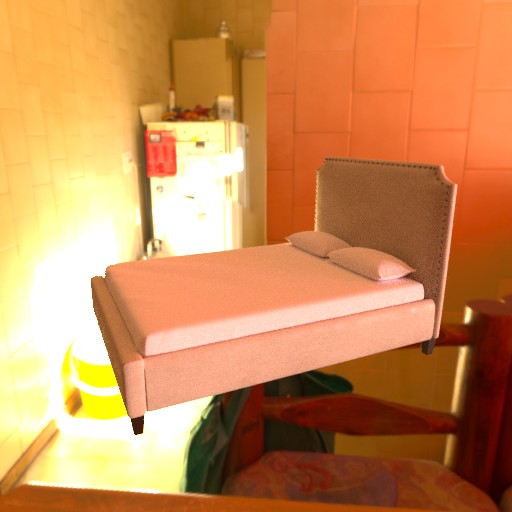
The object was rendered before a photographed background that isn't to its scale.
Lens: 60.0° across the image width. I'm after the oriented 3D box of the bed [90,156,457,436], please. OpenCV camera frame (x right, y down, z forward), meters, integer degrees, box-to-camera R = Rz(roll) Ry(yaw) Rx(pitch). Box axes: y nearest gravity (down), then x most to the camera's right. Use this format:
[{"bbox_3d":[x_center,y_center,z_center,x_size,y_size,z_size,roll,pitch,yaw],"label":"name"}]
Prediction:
[{"bbox_3d":[0.000,0.000,3.498,2.372,1.443,1.712,-7,17,-25],"label":"bed"}]
